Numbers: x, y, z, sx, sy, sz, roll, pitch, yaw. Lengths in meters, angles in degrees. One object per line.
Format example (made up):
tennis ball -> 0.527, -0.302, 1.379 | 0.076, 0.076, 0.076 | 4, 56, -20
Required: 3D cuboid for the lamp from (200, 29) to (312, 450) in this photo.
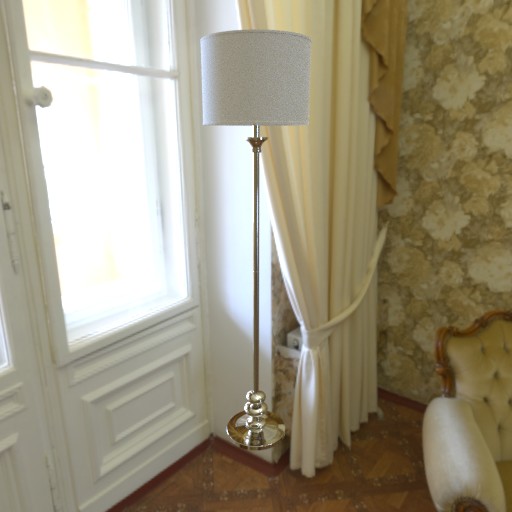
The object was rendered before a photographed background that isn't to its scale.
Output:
lamp -> 0.000, 0.000, 1.621 | 0.356, 1.487, 0.356 | -2, 16, -8
